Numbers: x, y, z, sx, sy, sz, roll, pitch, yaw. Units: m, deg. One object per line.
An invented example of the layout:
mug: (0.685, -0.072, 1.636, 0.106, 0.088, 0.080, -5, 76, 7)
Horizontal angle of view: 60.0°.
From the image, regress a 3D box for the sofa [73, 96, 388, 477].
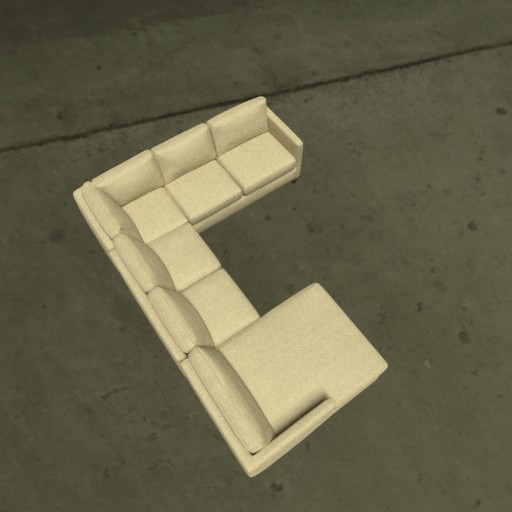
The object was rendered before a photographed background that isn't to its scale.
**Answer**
sofa: (0.000, 0.000, 4.771, 2.593, 0.959, 3.460, -32, 65, -17)
